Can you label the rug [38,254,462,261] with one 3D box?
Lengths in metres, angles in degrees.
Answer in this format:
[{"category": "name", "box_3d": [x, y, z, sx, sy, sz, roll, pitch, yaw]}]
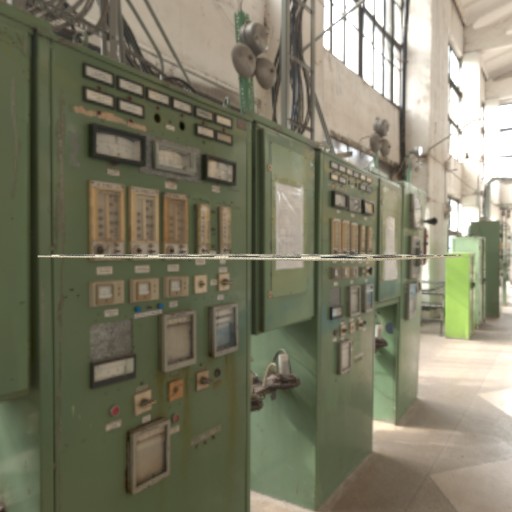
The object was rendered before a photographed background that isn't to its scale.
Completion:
[{"category": "rug", "box_3d": [0.000, 0.000, 4.082, 3.049, 0.021, 2.466, 0, 1, 35]}]
